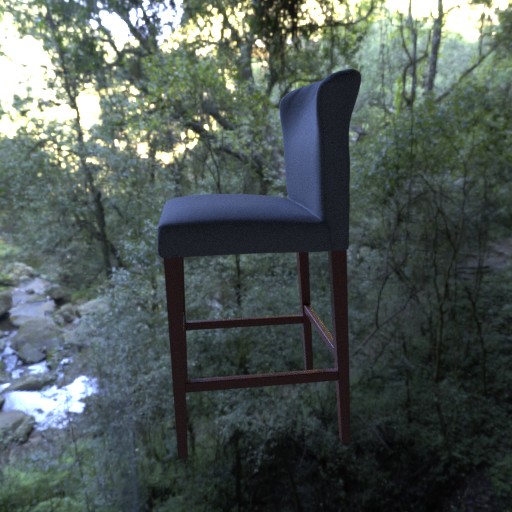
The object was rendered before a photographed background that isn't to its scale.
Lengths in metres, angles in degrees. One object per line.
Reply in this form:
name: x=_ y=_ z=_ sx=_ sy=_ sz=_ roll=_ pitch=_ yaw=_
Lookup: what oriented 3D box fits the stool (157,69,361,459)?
stool: x=0.000 y=0.000 z=1.372 sx=0.568 sy=1.069 sz=0.481 roll=-2 pitch=15 yaw=-8
